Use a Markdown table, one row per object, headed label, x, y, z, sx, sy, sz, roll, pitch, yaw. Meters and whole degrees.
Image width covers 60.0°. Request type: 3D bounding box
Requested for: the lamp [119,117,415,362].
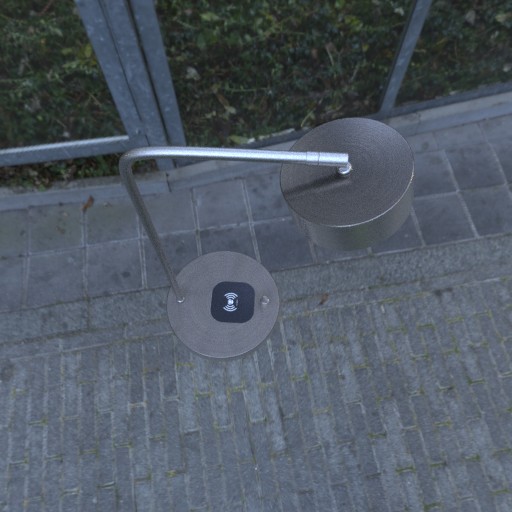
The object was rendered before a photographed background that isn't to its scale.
| label | x | y | z | sx | sy | sz | roll | pitch | yaw |
| --- | --- | --- | --- | --- | --- | --- | --- | --- | --- |
| lamp | 0.000 | 0.000 | 0.639 | 0.334 | 0.469 | 0.211 | 3 | 64 | 2 |
